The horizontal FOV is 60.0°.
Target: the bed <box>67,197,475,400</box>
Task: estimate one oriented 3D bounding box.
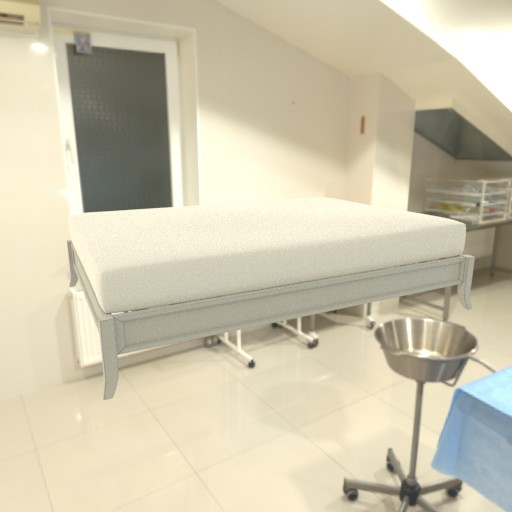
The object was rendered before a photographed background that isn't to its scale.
[{"bbox_3d":[0.000,0.000,2.619,1.985,0.510,1.460,-7,17,-26],"label":"bed"}]
